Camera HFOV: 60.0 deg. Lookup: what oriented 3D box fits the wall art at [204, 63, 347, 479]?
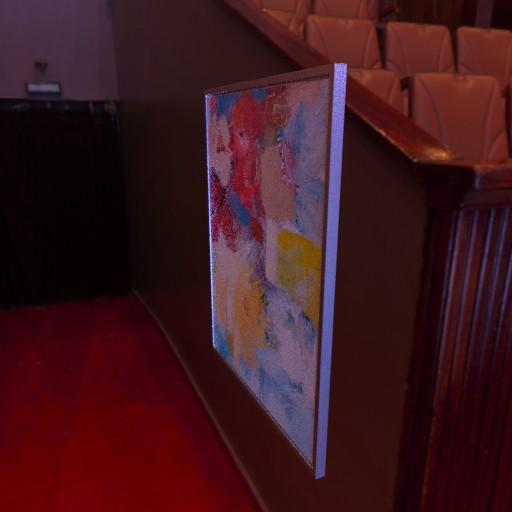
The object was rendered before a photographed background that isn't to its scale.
[{"bbox_3d":[0.000,0.000,1.417,0.030,1.046,0.816,-8,18,-24],"label":"wall art"}]
